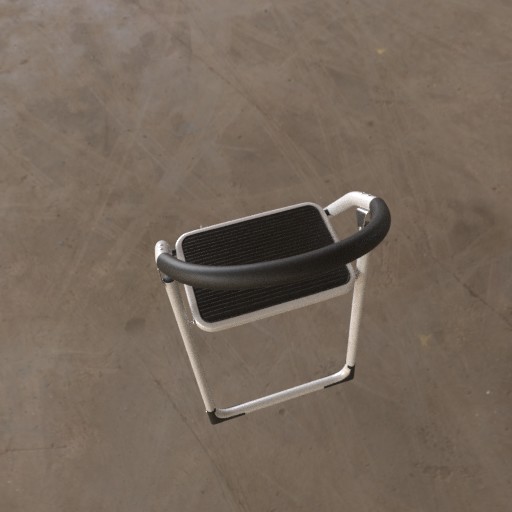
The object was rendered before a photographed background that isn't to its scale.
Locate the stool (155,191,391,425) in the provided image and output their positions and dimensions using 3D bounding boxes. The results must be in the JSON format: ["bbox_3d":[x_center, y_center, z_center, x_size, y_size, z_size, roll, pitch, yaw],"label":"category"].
[{"bbox_3d":[0.000,0.000,1.104,0.453,0.760,0.559,-15,60,-9],"label":"stool"}]
